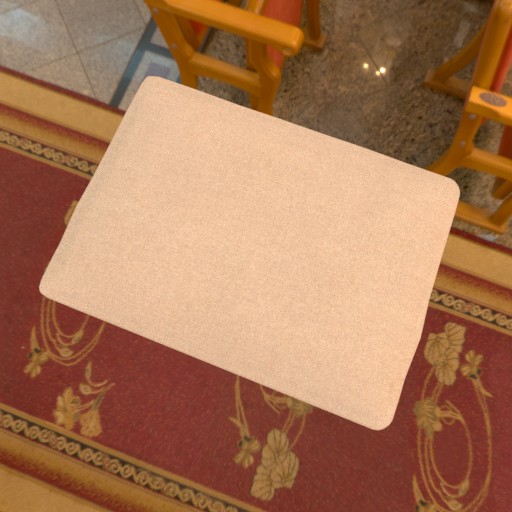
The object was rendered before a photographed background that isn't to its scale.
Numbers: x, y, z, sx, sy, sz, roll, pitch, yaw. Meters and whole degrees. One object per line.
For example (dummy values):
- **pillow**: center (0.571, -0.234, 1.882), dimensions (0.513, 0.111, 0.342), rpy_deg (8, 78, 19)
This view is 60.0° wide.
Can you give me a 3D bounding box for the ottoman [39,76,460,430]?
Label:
- **ottoman**: center (0.000, 0.000, 1.225), dimensions (0.846, 0.503, 0.617), rpy_deg (21, 77, 5)
